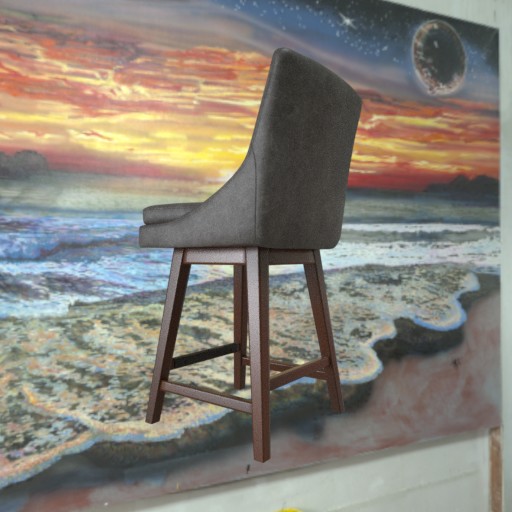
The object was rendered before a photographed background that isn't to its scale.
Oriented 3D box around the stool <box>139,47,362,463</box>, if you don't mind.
[{"bbox_3d":[0.000,0.000,1.429,0.587,1.046,0.492,0,0,37],"label":"stool"}]
